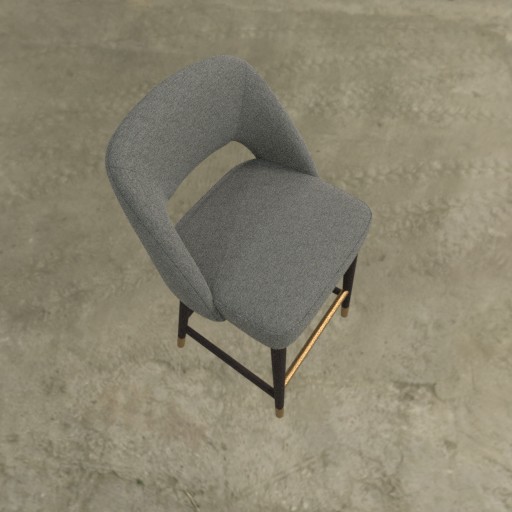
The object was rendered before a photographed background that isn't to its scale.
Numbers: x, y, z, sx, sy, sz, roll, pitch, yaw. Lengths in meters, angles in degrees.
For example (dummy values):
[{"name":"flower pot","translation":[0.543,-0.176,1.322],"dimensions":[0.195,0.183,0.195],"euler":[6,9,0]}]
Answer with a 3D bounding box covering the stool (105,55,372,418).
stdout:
[{"name":"stool","translation":[0.000,0.000,1.255],"dimensions":[0.524,0.925,0.536],"euler":[30,62,18]}]
